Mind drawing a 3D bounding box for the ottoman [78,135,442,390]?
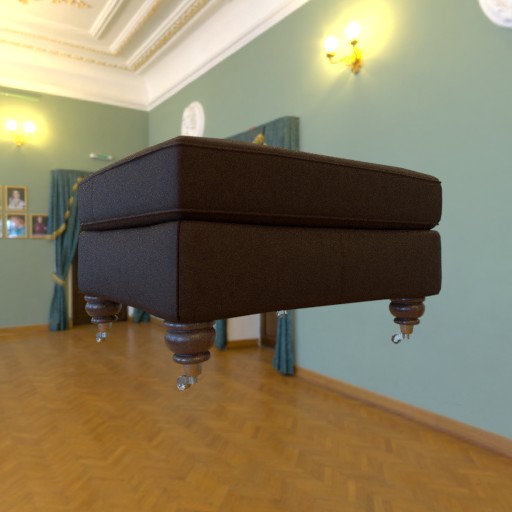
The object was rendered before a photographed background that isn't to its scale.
[{"bbox_3d":[0.000,0.000,1.824,1.187,0.730,0.967,-1,1,-36],"label":"ottoman"}]
